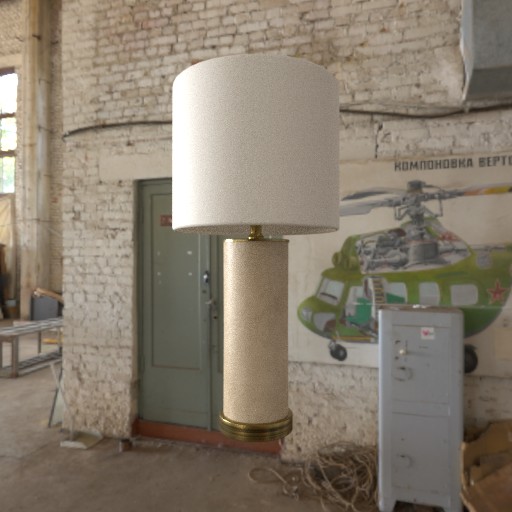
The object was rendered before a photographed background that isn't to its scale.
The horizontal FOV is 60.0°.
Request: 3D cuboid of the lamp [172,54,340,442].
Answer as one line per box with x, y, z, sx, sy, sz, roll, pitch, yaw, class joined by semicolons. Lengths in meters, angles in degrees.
0.000;0.000;0.823;0.305;0.634;0.305;0;-1;-36;lamp
